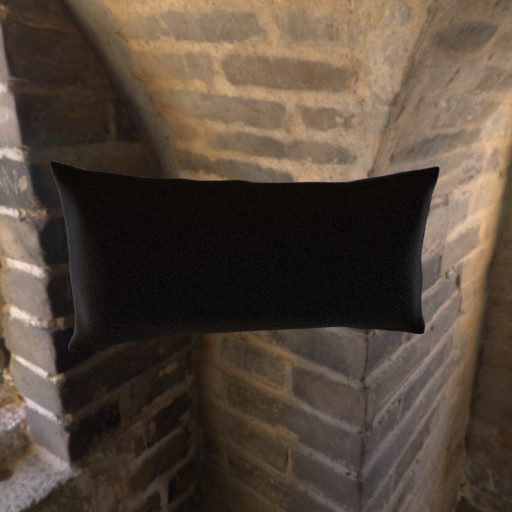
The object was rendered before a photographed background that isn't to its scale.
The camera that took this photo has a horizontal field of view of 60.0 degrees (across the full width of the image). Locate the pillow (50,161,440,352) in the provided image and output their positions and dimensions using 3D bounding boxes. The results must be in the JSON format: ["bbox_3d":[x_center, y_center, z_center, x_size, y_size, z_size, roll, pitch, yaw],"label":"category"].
[{"bbox_3d":[0.000,0.000,0.722,0.609,0.305,0.151,-2,14,-8],"label":"pillow"}]
